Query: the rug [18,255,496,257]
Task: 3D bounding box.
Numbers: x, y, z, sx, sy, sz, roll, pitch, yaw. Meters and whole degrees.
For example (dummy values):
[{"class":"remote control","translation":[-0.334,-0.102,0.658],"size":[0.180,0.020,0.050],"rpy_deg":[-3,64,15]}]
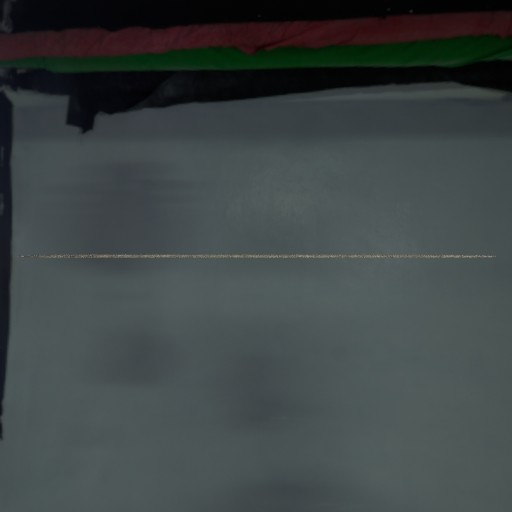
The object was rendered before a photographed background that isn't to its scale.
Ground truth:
[{"class":"rug","translation":[0.000,0.000,2.829],"size":[2.664,0.011,0.762],"rpy_deg":[0,0,1]}]
